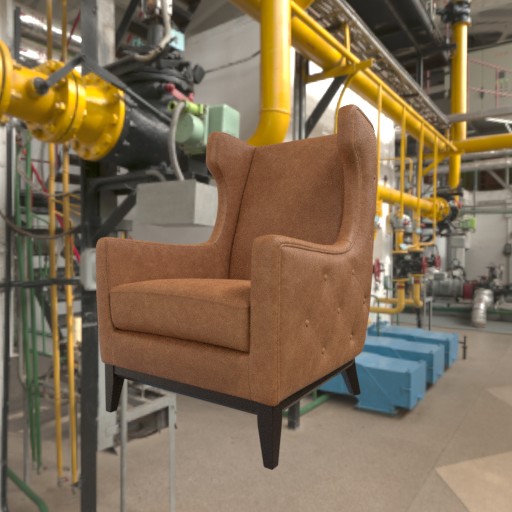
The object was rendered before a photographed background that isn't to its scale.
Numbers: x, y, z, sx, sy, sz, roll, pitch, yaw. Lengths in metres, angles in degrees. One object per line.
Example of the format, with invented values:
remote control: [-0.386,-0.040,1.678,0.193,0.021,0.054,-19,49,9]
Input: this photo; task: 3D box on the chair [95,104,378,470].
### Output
chair: [0.000,0.000,1.662,0.766,1.079,0.899,1,1,36]
